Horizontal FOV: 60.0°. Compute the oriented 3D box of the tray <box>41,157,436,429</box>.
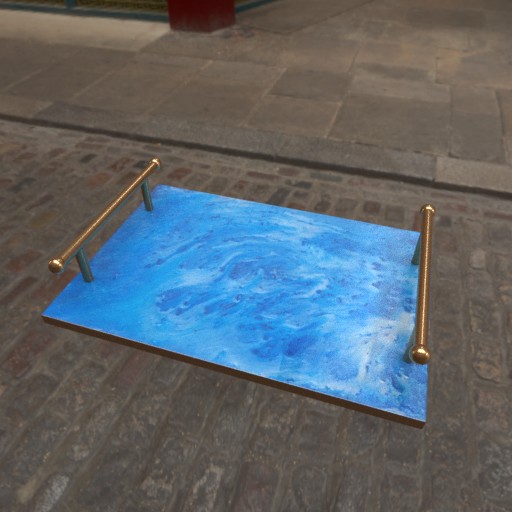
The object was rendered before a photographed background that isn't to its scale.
[{"bbox_3d":[0.000,0.000,0.569,0.444,0.084,0.304,12,43,13],"label":"tray"}]
